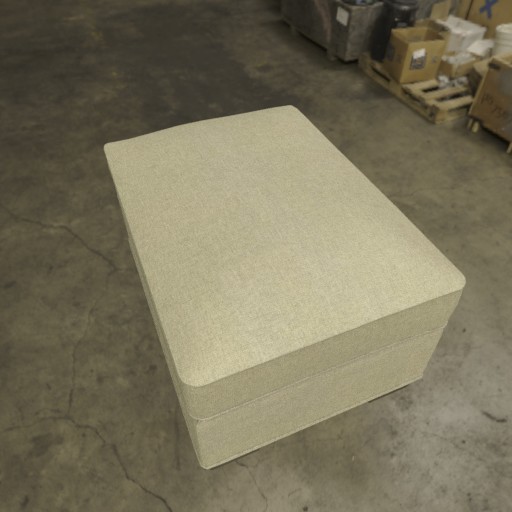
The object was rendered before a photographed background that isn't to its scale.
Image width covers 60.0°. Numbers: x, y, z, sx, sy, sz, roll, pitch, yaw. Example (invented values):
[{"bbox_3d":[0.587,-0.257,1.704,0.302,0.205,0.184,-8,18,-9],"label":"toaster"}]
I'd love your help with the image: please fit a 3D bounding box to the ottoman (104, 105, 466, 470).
[{"bbox_3d":[0.000,0.000,1.226,0.619,0.504,0.843,-17,48,-16],"label":"ottoman"}]
